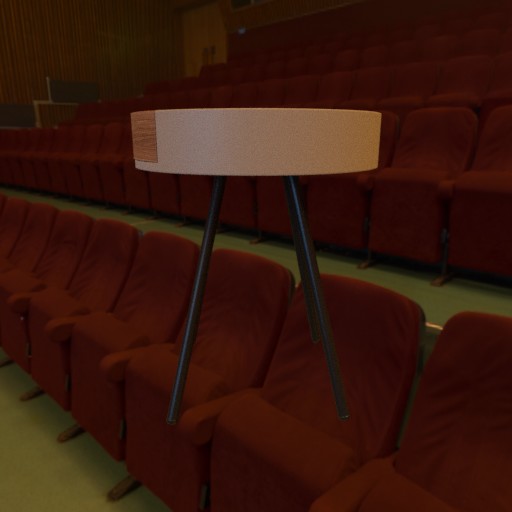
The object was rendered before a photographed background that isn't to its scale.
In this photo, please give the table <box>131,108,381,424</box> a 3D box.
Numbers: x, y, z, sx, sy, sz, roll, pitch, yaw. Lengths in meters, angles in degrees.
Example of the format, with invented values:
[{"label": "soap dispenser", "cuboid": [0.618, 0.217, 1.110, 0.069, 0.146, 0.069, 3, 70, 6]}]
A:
[{"label": "table", "cuboid": [0.000, 0.000, 0.864, 0.450, 0.525, 0.450, 0, 15, 0]}]
